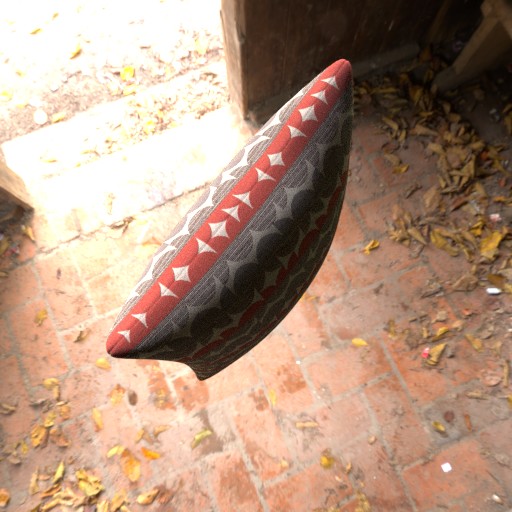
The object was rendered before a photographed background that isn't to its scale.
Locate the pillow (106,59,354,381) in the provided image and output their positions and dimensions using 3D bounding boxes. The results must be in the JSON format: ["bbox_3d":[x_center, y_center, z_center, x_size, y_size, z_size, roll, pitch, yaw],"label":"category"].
[{"bbox_3d":[0.000,0.000,0.658,0.180,0.410,0.420,36,79,8],"label":"pillow"}]
